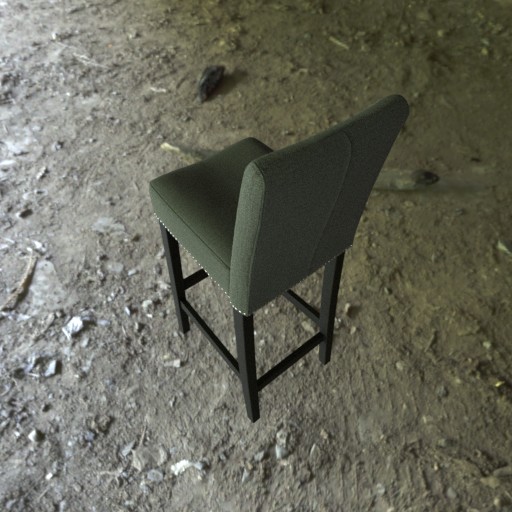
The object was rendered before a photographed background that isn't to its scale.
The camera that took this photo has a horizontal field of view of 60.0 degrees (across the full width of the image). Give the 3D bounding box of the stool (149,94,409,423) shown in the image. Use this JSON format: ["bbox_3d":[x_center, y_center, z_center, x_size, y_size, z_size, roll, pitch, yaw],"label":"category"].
[{"bbox_3d":[0.000,0.000,1.312,0.411,1.047,0.548,-31,53,-27],"label":"stool"}]
